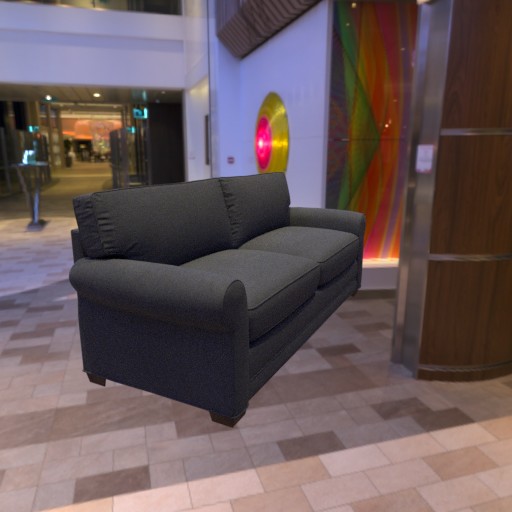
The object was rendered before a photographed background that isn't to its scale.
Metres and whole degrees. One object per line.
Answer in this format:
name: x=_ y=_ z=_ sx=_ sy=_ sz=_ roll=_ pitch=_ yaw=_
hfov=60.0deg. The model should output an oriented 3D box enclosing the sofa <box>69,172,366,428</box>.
sofa: x=0.000 y=0.000 z=2.972 sx=0.954 sy=1.026 sz=2.391 roll=7 pitch=15 yaw=26
